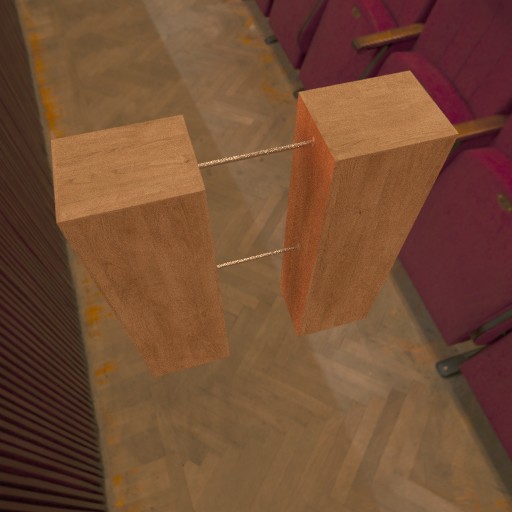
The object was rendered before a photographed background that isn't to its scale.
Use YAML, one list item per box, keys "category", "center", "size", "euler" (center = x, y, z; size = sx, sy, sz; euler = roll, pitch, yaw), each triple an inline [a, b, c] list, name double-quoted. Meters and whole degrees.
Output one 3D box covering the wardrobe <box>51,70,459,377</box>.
- category: "wardrobe"
  center: [0.000, 0.000, 2.836]
  size: [1.770, 2.000, 0.480]
  euler: [-14, 59, -9]
